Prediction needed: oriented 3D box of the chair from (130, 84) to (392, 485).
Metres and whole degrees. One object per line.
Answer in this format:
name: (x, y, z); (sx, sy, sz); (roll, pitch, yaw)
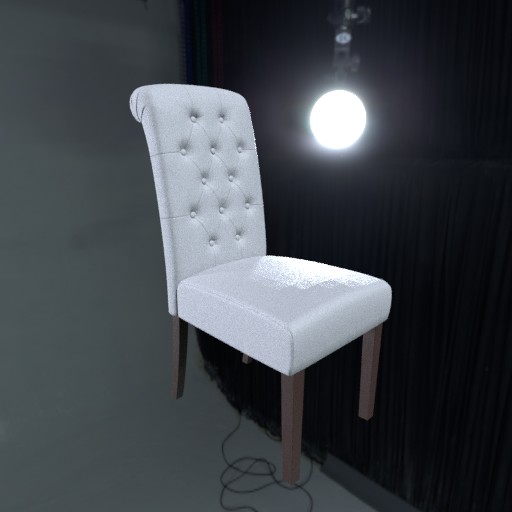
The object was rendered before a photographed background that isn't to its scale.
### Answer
chair: (0.000, 0.000, 1.345); (0.671, 1.006, 0.456); (15, 21, 42)
